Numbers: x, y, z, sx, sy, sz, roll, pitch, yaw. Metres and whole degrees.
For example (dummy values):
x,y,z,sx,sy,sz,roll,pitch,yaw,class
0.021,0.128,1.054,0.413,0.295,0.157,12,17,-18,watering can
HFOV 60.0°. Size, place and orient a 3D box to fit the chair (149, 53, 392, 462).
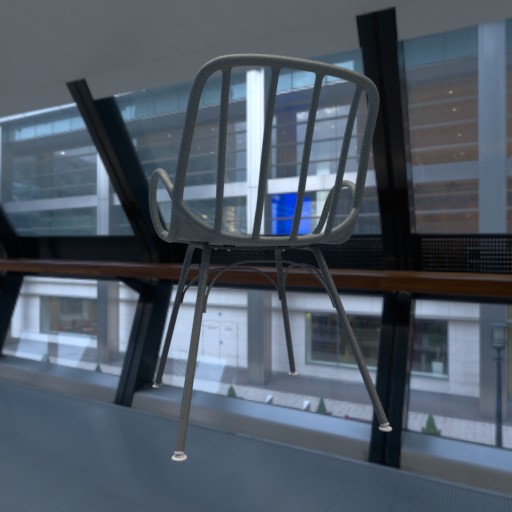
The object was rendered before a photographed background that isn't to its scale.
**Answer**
x,y,z,sx,sy,sz,roll,pitch,yaw,class
0.000,0.000,1.190,0.549,0.816,0.597,0,0,-18,chair
